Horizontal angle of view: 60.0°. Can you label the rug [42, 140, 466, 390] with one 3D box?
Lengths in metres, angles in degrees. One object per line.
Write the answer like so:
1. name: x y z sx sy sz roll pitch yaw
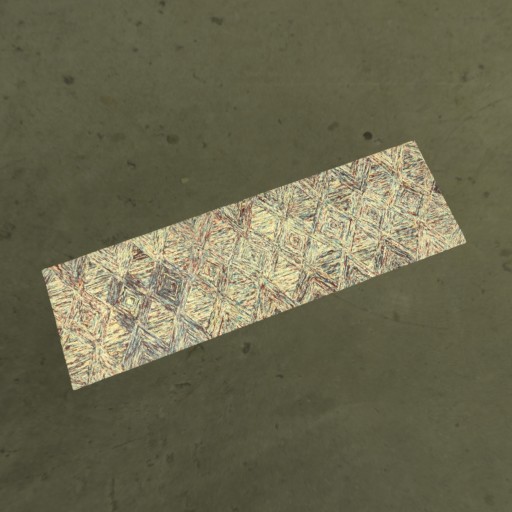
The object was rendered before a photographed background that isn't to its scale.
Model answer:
1. rug: 0.000 0.000 2.486 2.292 0.015 0.688 -20 76 -5
